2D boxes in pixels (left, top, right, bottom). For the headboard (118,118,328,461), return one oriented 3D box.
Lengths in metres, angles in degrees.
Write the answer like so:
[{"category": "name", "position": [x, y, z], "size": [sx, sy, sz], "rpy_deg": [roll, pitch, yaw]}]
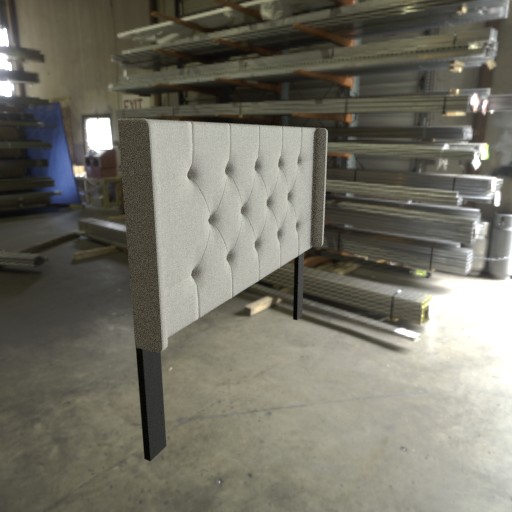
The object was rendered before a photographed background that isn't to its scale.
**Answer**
[{"category": "headboard", "position": [0.000, 0.000, 2.685], "size": [0.184, 1.524, 2.051], "rpy_deg": [7, 17, 26]}]
